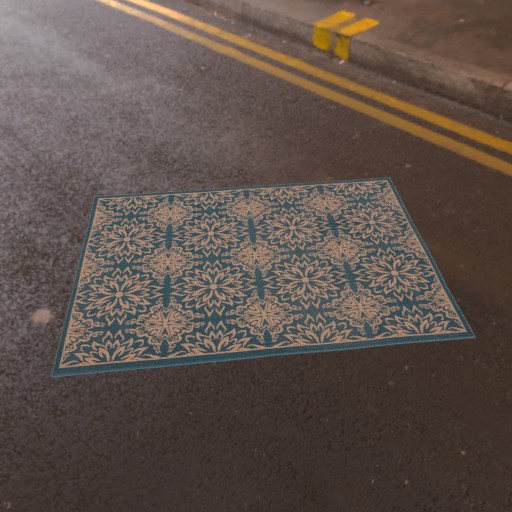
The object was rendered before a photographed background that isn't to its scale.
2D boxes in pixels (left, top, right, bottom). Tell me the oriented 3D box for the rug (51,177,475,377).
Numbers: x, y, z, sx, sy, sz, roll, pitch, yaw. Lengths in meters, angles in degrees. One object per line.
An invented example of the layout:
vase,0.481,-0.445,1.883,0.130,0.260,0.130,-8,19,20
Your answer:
rug,0.000,0.000,2.319,1.833,0.012,1.211,-4,46,-4
